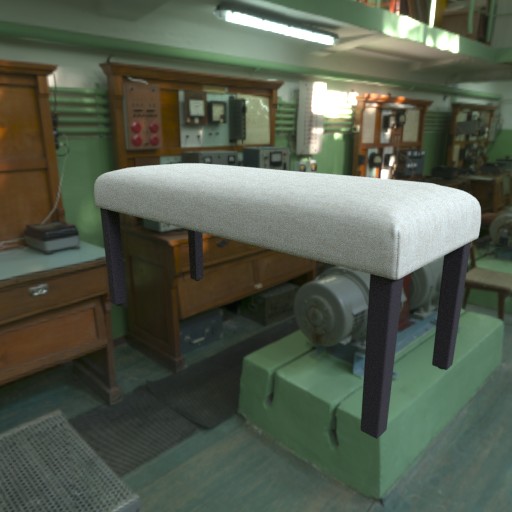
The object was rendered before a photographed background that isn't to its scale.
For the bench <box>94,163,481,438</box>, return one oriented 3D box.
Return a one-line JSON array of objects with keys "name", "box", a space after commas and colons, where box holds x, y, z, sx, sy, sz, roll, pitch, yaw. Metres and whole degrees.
[{"name": "bench", "box": [0.000, 0.000, 1.226, 1.013, 0.456, 0.407, 15, 22, 41]}]
